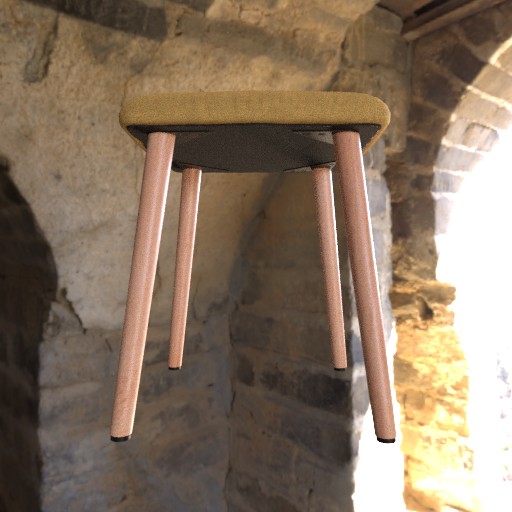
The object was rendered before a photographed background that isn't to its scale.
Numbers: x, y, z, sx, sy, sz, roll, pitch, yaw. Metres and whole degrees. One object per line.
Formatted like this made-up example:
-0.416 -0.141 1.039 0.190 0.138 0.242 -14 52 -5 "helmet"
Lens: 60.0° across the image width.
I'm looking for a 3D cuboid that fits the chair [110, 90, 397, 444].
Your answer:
0.000 0.000 0.695 0.350 0.440 0.350 0 0 1 "chair"
